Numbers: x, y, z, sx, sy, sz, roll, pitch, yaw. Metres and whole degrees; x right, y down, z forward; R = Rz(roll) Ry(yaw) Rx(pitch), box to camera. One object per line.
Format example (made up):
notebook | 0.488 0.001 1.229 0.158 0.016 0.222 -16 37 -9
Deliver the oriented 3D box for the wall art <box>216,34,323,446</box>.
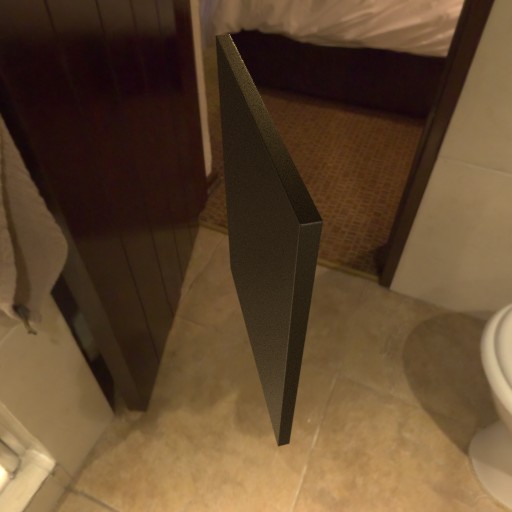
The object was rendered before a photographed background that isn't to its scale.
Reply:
wall art | 0.000 0.000 1.615 0.053 1.194 0.950 -10 48 -9
